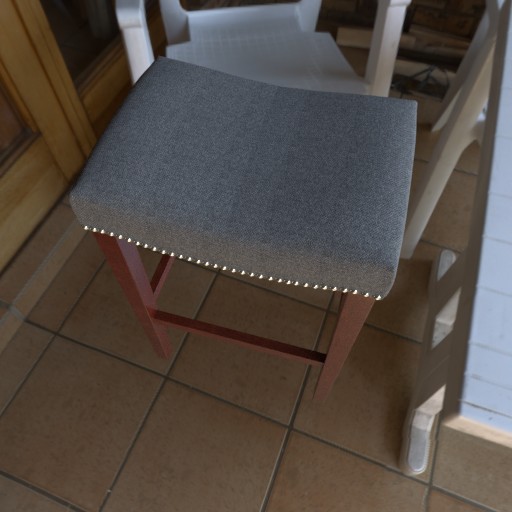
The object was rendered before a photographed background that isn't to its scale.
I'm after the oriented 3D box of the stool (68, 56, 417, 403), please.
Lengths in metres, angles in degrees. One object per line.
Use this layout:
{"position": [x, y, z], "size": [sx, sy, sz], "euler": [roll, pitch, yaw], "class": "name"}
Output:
{"position": [0.000, 0.000, 1.010], "size": [0.504, 0.742, 0.372], "euler": [13, 59, 8], "class": "stool"}
